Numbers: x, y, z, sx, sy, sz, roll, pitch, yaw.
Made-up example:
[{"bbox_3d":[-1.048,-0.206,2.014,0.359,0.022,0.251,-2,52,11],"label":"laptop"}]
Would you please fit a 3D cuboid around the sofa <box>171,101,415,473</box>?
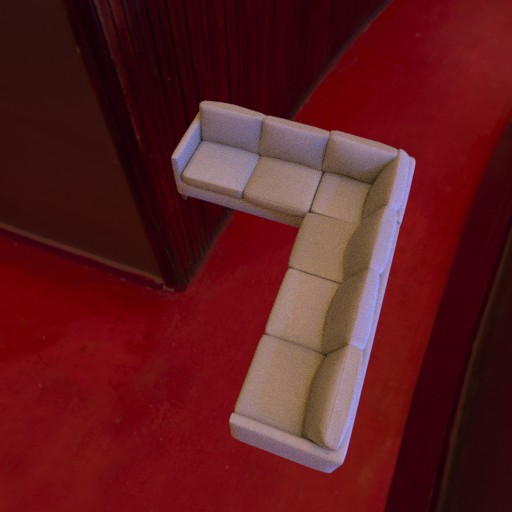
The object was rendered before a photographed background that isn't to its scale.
[{"bbox_3d":[0.000,0.000,4.476,2.592,0.947,3.301,17,60,10],"label":"sofa"}]
